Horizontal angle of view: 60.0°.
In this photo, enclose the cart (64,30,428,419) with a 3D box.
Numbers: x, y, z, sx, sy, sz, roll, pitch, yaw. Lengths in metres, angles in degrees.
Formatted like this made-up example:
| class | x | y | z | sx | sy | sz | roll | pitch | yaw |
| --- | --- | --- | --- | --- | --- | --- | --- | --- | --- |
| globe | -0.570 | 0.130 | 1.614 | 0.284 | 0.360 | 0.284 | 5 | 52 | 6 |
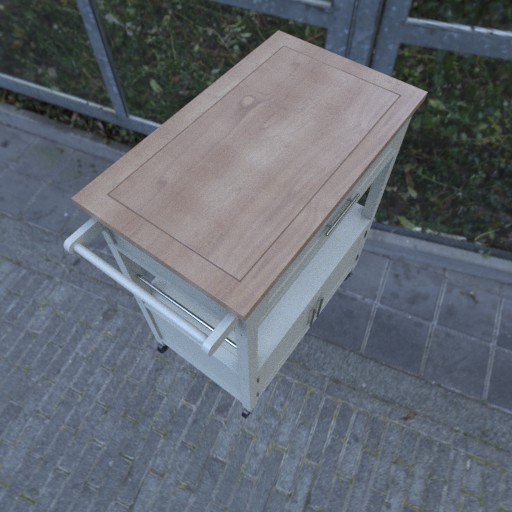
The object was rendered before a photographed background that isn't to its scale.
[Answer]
| class | x | y | z | sx | sy | sz | roll | pitch | yaw |
| --- | --- | --- | --- | --- | --- | --- | --- | --- | --- |
| cart | 0.000 | 0.000 | 1.386 | 0.459 | 0.901 | 0.840 | 32 | 63 | 18 |
